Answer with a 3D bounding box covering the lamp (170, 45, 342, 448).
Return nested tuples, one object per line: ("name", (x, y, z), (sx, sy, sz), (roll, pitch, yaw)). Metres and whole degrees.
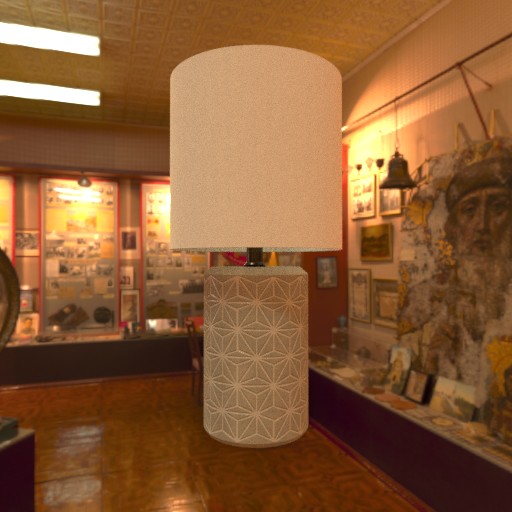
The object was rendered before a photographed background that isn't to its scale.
("lamp", (0.000, 0.000, 0.540), (0.206, 0.416, 0.206), (0, -1, -17))
